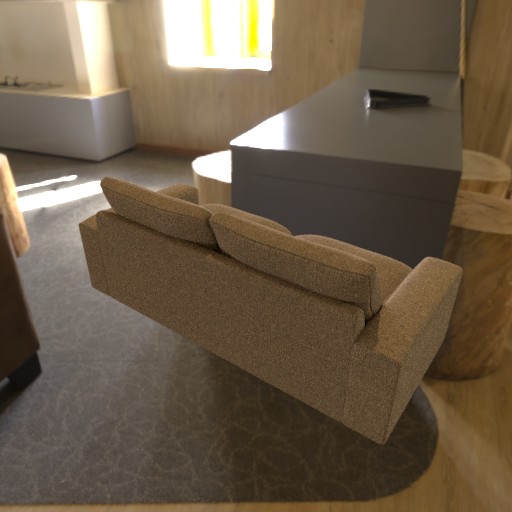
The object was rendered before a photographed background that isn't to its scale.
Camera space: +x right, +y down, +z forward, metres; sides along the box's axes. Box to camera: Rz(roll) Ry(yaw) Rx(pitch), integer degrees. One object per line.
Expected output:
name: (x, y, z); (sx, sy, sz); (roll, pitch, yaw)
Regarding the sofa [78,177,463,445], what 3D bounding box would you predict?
sofa: (0.000, 0.000, 2.869); (2.299, 0.922, 1.040); (20, 36, 31)
